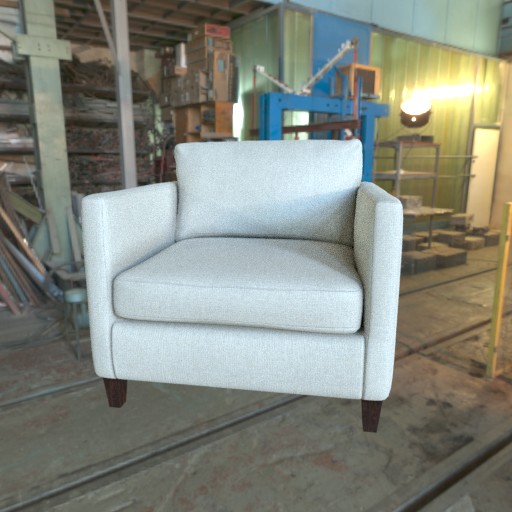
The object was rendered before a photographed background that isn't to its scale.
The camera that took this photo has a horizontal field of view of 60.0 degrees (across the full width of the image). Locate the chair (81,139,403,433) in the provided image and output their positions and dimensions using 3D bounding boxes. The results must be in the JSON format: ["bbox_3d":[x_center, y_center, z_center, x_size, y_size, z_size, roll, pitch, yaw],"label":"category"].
[{"bbox_3d":[0.000,0.000,1.769,0.996,0.919,0.959,2,13,9],"label":"chair"}]
